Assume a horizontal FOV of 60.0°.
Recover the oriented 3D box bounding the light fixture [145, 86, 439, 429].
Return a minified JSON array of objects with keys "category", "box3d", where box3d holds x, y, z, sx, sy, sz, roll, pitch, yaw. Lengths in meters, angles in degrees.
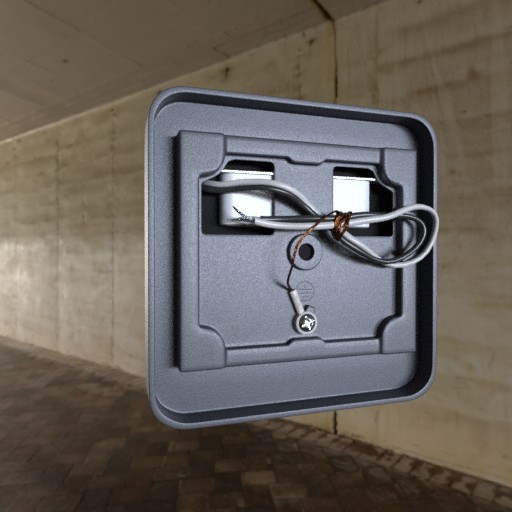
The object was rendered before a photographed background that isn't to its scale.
[{"category":"light fixture","box3d":[0.000,0.000,0.208,0.109,0.109,0.132,0,1,-18]}]
